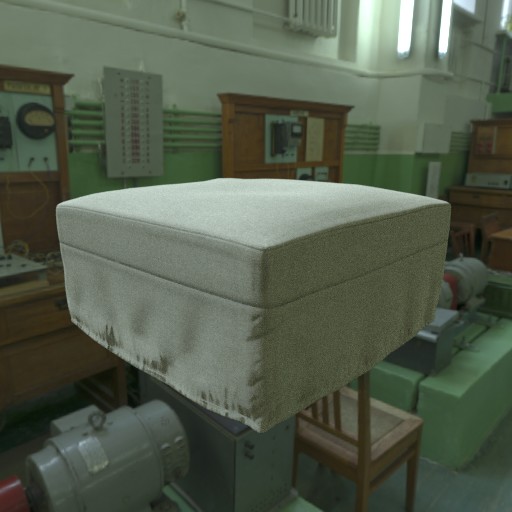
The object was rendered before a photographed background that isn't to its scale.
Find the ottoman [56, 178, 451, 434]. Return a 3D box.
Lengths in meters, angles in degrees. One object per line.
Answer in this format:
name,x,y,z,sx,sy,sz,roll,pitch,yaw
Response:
ottoman,0.000,0.000,1.321,0.840,0.436,0.843,13,19,42
